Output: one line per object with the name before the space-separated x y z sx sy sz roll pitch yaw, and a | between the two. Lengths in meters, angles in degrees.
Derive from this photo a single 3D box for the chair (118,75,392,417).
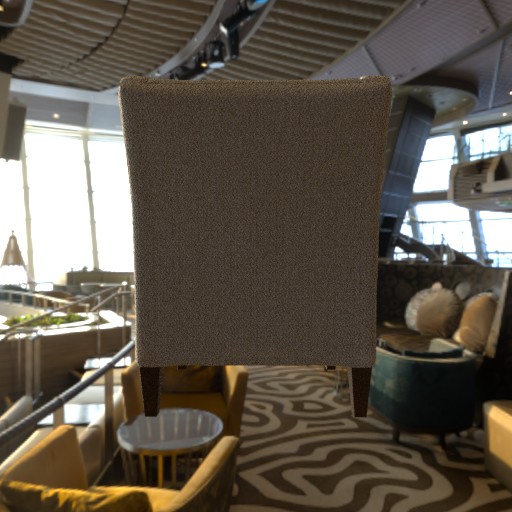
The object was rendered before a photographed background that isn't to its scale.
chair | 0.000 0.000 1.630 0.774 1.014 0.870 0 0 0
